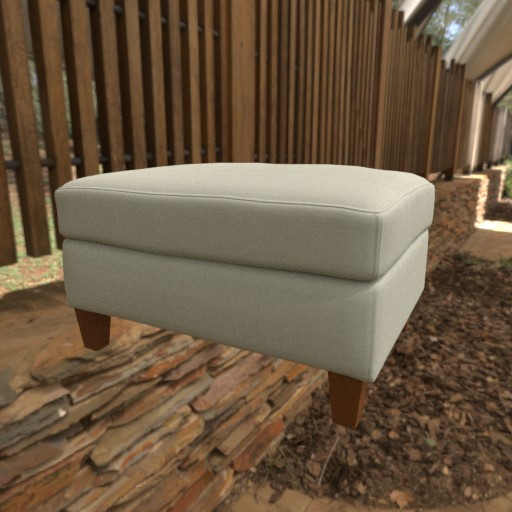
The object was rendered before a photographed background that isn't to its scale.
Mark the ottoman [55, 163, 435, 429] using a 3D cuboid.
[{"bbox_3d":[0.000,0.000,1.205,0.818,0.496,0.634,8,16,27],"label":"ottoman"}]
